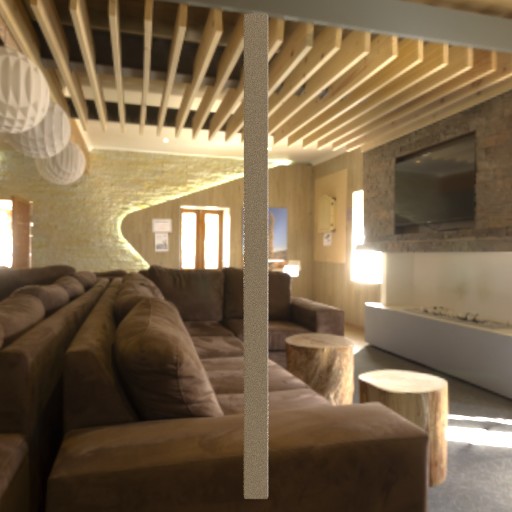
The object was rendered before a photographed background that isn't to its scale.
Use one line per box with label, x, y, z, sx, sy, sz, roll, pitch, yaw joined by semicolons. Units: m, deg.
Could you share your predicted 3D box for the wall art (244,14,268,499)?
wall art;0.000;0.000;0.733;0.028;0.556;0.454;0;0;0
